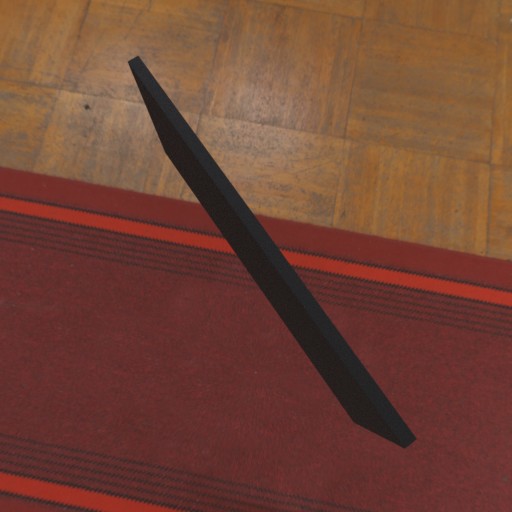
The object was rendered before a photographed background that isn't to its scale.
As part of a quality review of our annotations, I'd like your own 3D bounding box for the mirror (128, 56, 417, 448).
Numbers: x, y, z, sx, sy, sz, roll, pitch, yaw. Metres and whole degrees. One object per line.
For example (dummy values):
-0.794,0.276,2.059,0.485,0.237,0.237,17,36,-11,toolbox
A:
0.000,0.000,1.781,0.047,0.692,1.584,-34,78,-8,mirror
